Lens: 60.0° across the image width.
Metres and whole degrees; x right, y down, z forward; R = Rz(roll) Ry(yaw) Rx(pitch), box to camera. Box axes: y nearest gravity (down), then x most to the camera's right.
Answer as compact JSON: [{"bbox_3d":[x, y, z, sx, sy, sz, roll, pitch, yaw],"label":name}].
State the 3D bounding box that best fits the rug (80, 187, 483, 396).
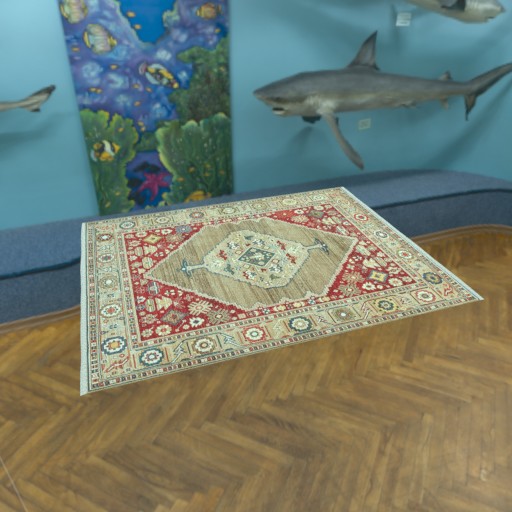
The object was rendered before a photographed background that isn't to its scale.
[{"bbox_3d":[0.000,0.000,4.184,3.143,0.008,2.451,-10,33,-16],"label":"rug"}]
